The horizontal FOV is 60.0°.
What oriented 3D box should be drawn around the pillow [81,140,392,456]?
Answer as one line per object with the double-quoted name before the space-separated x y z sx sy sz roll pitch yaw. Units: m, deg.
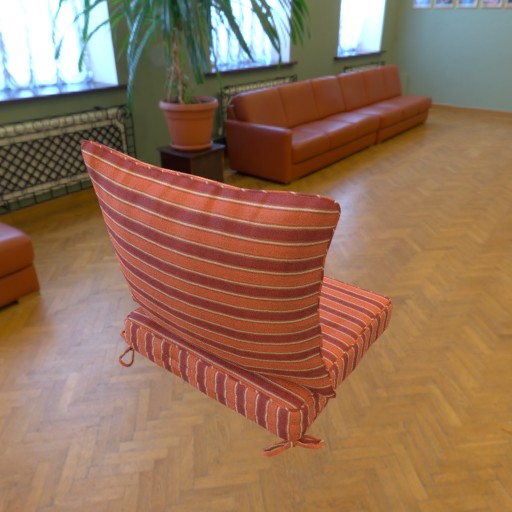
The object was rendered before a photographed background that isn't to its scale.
"pillow" 0.000 0.000 1.378 0.799 0.723 0.733 19 34 32
